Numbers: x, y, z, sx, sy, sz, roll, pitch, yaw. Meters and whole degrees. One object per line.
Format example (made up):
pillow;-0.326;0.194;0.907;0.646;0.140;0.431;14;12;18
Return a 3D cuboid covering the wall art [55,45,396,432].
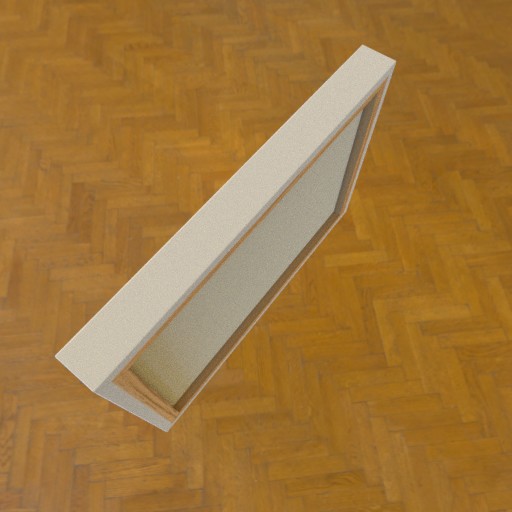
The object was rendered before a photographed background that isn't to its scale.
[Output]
wall art;0.000;0.000;0.467;0.038;0.259;0.381;35;68;16
